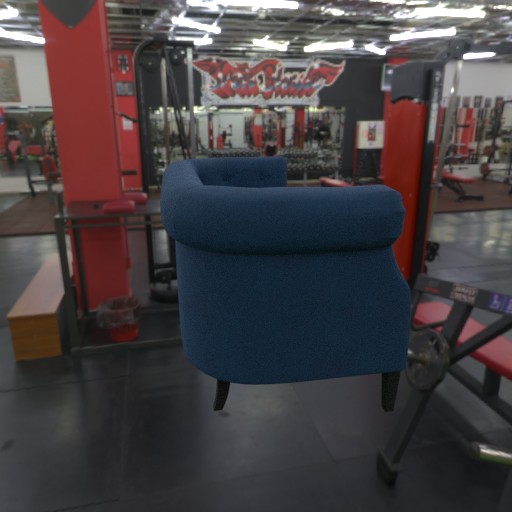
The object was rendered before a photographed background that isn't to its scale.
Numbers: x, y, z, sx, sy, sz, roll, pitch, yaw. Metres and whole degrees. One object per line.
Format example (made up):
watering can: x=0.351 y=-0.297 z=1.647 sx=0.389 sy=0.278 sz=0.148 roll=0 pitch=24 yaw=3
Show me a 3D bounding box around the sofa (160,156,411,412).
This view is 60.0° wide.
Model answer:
sofa: x=0.000 y=0.000 z=2.082 sx=0.835 sy=0.827 sz=1.558 roll=-3 pitch=17 yaw=-10
